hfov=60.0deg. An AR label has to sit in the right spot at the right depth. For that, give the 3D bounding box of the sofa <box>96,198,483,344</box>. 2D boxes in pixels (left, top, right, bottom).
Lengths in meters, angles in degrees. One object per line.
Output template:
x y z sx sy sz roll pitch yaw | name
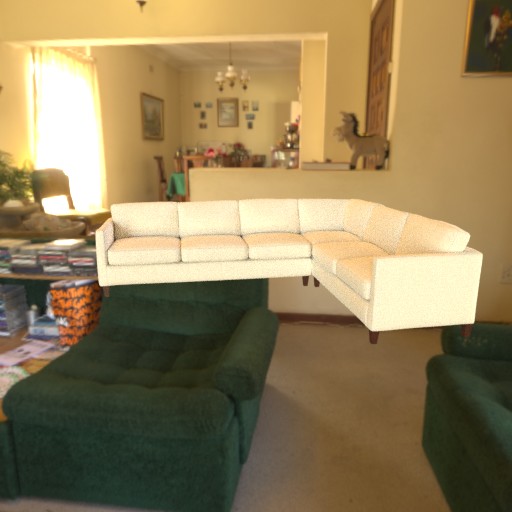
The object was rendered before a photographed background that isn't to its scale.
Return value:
0.000 0.000 4.544 3.302 0.947 2.593 -2 14 -9 | sofa
